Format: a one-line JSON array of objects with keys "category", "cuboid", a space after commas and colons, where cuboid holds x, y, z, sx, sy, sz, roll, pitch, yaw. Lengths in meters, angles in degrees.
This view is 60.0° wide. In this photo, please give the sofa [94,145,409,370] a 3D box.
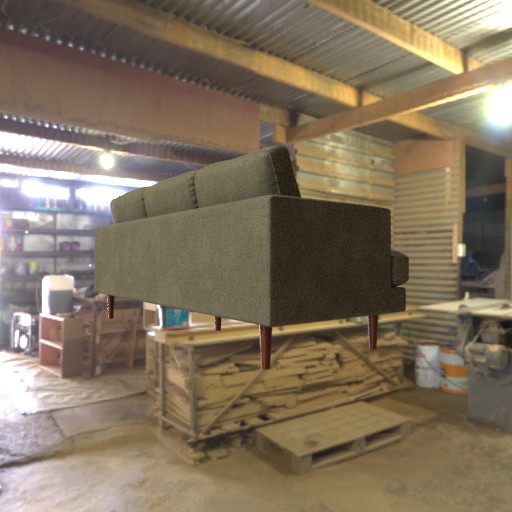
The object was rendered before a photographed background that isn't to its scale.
[{"category": "sofa", "cuboid": [0.000, 0.000, 3.019, 1.504, 0.956, 2.233, 0, 0, -37]}]
